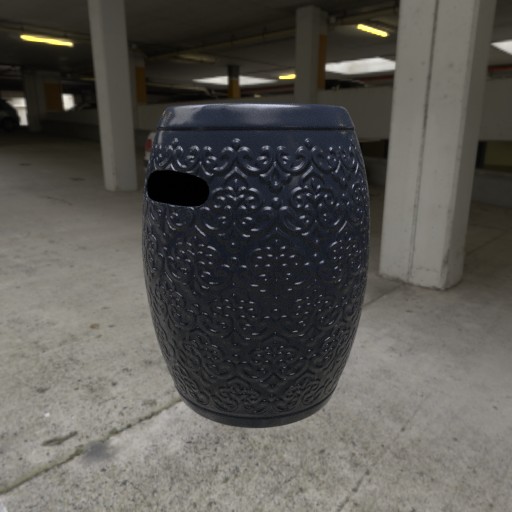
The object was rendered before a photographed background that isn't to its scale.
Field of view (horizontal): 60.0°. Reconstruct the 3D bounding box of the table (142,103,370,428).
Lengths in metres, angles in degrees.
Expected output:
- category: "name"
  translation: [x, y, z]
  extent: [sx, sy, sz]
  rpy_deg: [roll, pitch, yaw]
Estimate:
- category: "table"
  translation: [0.000, 0.000, 0.624]
  extent: [0.309, 0.397, 0.309]
  rpy_deg: [0, 16, 0]
